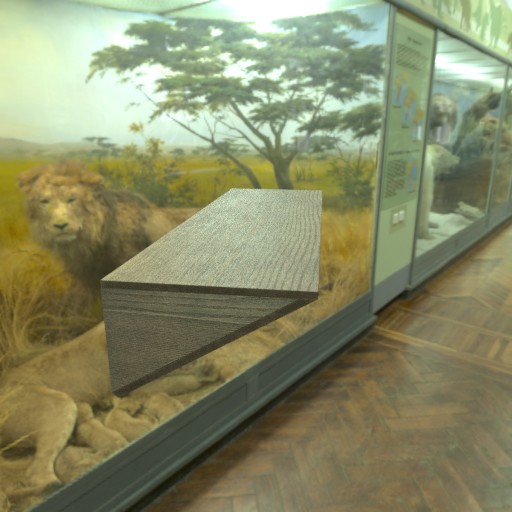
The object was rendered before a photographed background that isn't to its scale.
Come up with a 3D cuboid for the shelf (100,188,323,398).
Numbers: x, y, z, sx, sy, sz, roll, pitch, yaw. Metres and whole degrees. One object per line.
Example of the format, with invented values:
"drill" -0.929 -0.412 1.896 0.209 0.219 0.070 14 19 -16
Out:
"shelf" 0.000 0.000 0.701 0.200 0.125 0.610 2 17 8
